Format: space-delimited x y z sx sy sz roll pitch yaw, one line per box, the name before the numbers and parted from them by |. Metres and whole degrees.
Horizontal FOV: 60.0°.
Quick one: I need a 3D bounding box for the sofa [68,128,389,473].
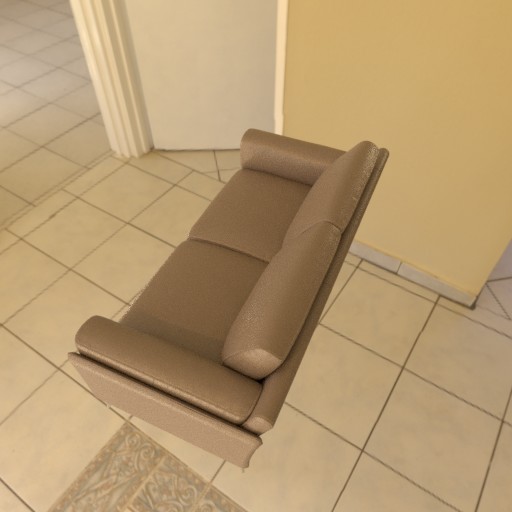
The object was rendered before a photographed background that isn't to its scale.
sofa | 0.000 0.000 2.662 1.049 0.930 2.101 19 51 16
